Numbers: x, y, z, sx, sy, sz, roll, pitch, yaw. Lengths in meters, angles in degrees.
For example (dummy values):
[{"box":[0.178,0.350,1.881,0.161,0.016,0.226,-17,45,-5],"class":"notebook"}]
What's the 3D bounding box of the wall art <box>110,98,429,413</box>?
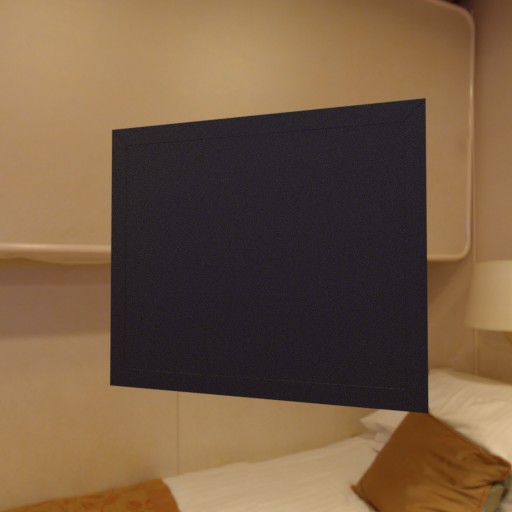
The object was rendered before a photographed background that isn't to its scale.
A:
[{"box":[0.000,0.000,0.531,0.381,0.330,0.029,0,-1,17],"class":"wall art"}]
